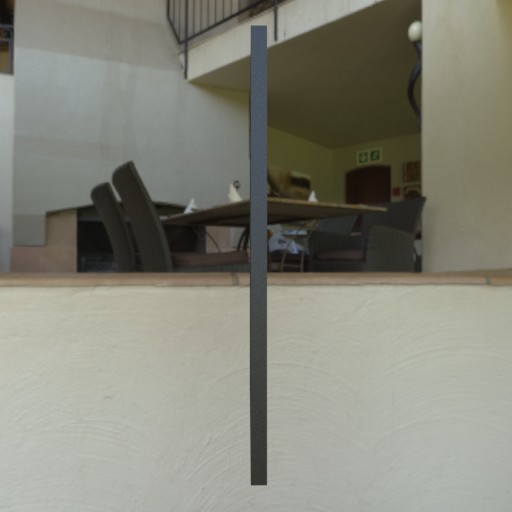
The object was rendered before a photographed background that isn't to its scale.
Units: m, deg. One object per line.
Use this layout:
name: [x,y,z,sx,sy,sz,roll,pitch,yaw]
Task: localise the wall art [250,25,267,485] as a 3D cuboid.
wall art: [0.000,0.000,1.426,0.038,1.062,0.806,0,-1,-1]
